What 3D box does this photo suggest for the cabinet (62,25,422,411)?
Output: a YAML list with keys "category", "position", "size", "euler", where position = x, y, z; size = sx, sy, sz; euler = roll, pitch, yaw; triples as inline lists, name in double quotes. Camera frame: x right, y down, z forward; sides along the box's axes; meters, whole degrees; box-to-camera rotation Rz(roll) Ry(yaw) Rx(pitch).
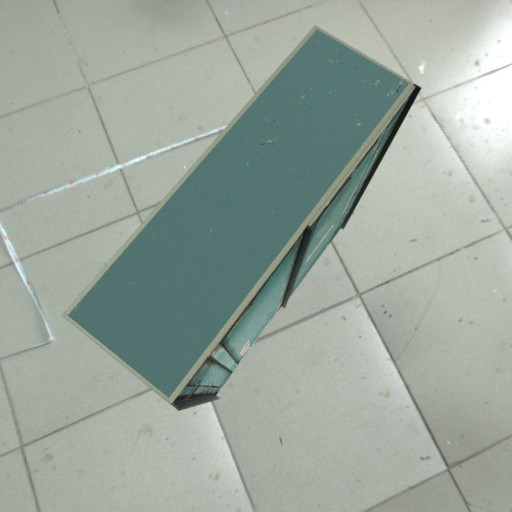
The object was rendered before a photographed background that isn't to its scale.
- category: "cabinet"
  position: [0.000, 0.000, 3.187]
  size: [0.680, 2.160, 2.000]
  euler: [36, 77, 10]
